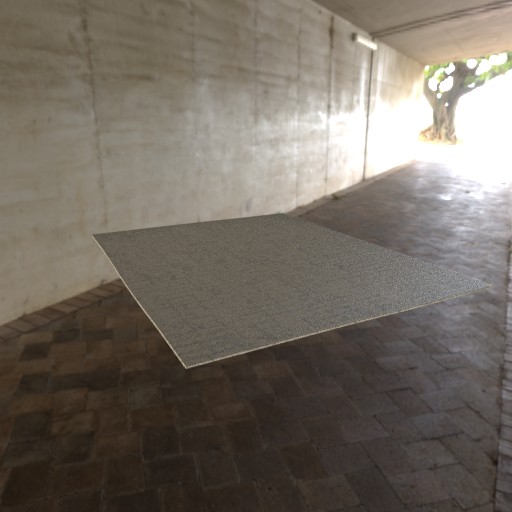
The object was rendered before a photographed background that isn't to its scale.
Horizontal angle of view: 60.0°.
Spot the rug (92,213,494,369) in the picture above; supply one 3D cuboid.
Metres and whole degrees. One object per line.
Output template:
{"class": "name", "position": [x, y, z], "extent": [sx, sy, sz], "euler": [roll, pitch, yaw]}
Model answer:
{"class": "rug", "position": [0.000, 0.000, 4.071], "extent": [2.447, 0.014, 3.061], "euler": [-9, 19, -27]}
